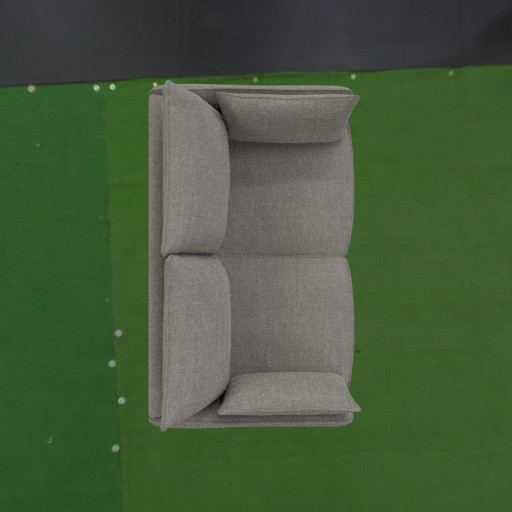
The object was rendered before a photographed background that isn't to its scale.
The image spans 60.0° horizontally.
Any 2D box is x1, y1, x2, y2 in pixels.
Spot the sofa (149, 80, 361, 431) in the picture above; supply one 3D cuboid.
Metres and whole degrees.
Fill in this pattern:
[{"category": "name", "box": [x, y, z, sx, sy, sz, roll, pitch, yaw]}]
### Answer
[{"category": "sofa", "box": [0.000, 0.000, 2.153, 0.972, 0.851, 1.580, 0, 90, -1]}]
